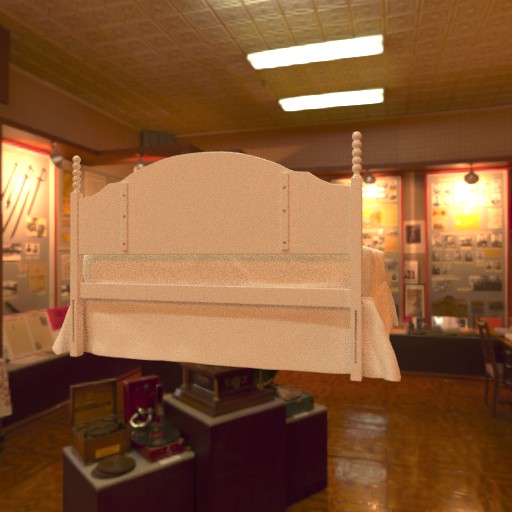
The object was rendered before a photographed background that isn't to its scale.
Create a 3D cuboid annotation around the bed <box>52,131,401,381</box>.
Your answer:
[{"bbox_3d":[0.000,0.000,3.727,2.322,1.355,2.219,0,0,18],"label":"bed"}]
